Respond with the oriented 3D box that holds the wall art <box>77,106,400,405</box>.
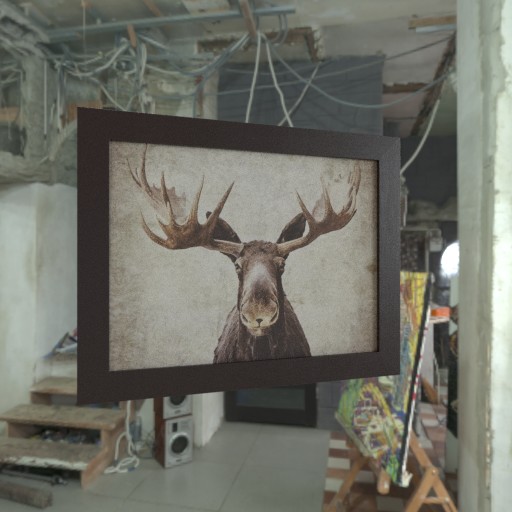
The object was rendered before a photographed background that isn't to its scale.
[{"bbox_3d":[0.000,0.000,1.611,1.207,0.952,0.034,0,0,-18],"label":"wall art"}]
